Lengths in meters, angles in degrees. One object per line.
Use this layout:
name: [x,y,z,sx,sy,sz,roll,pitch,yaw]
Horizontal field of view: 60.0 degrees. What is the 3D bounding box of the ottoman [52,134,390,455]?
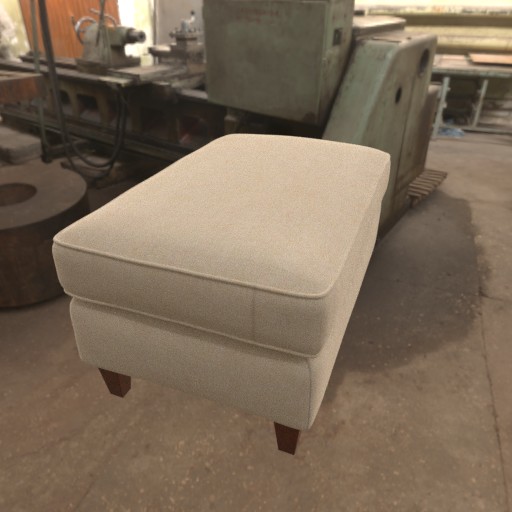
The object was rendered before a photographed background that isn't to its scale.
ottoman: [0.000,0.000,1.221,0.583,0.484,0.862,11,32,18]
